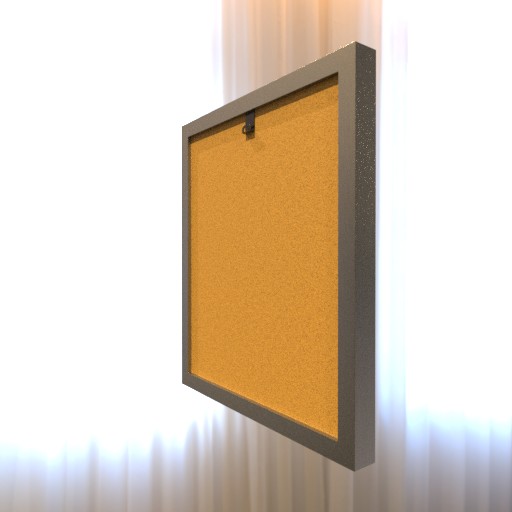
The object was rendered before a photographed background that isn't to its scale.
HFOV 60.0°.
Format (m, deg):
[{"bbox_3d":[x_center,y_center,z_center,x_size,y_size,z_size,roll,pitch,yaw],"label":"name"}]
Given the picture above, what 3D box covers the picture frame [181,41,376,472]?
[{"bbox_3d":[0.000,0.000,1.352,0.073,0.968,0.839,0,1,-37],"label":"picture frame"}]
